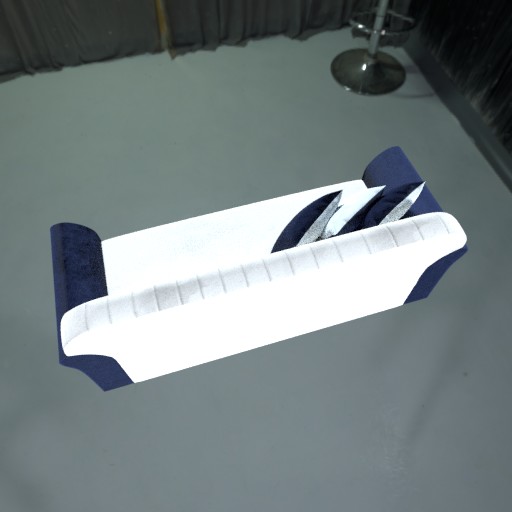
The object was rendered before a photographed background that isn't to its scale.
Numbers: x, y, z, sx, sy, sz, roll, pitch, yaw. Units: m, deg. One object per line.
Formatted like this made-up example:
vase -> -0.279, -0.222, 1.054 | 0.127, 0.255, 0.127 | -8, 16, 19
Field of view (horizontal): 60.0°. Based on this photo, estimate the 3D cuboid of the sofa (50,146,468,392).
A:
sofa -> 0.000, 0.000, 2.394 | 2.006, 0.789, 0.749 | -14, 59, -9
